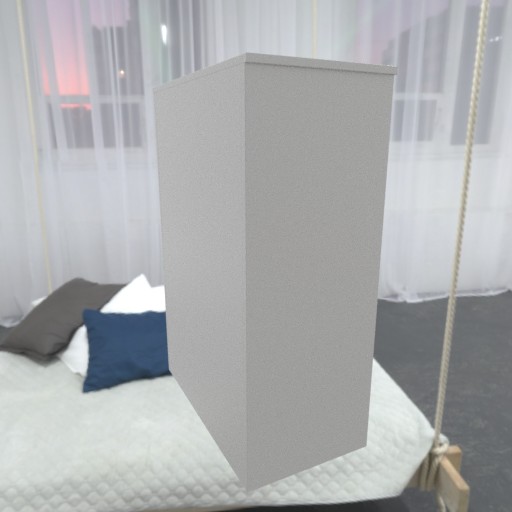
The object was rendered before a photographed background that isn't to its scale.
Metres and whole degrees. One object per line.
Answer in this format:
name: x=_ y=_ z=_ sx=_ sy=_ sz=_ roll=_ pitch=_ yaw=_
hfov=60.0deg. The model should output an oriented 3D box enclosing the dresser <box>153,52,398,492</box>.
dresser: x=0.000 y=0.000 z=1.368 sx=0.401 sy=1.021 sz=0.704 roll=-7 pitch=17 yaw=-26
